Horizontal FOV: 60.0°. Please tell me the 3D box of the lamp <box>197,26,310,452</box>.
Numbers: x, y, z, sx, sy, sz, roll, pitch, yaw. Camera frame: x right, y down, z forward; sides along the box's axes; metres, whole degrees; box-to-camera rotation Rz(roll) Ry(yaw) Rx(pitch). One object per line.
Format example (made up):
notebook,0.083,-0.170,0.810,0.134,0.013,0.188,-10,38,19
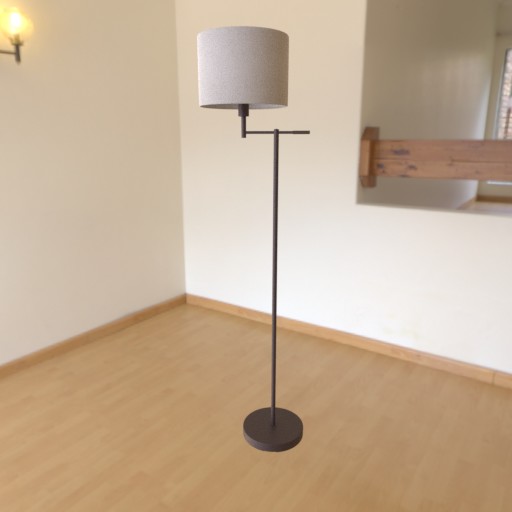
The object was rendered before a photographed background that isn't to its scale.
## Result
lamp,0.000,0.000,1.767,0.416,1.600,0.324,3,15,10
